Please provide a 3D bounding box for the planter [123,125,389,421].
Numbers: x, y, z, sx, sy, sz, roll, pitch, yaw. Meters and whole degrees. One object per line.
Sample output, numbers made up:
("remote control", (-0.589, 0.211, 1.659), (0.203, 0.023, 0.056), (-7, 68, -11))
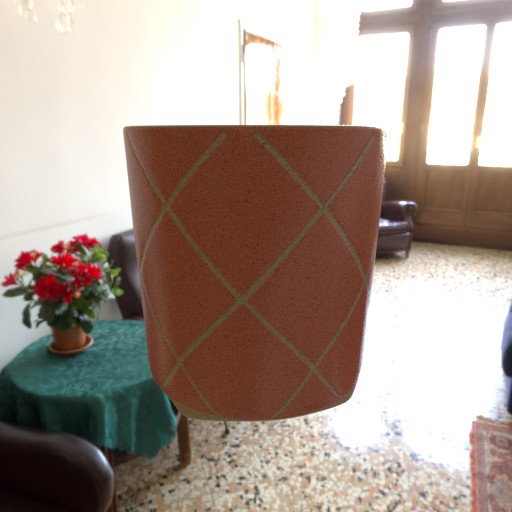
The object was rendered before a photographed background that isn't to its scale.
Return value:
("planter", (0.000, 0.000, 0.357), (0.191, 0.200, 0.191), (0, 16, 0))
